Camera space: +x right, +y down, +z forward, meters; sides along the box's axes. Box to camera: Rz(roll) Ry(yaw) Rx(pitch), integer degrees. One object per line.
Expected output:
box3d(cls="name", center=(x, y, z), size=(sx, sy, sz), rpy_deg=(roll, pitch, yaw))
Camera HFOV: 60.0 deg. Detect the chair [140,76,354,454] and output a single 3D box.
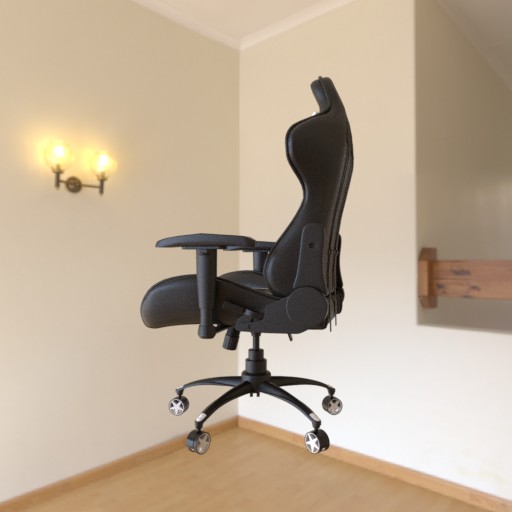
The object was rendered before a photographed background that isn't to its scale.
box3d(cls="chair", center=(0.000, 0.000, 1.714), size=(0.695, 1.285, 0.730), rpy_deg=(0, 0, 17))
